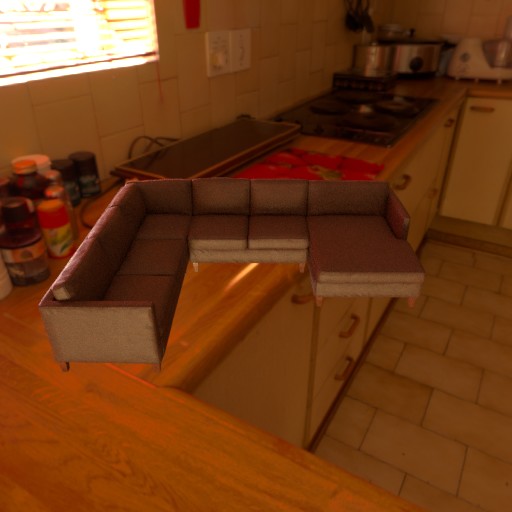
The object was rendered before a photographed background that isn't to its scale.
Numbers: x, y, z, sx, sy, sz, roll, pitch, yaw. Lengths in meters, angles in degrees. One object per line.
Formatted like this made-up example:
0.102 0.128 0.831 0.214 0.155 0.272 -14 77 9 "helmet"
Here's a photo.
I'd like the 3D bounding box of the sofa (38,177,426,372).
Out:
0.000 0.000 4.699 3.460 0.923 2.593 0 31 0 "sofa"
